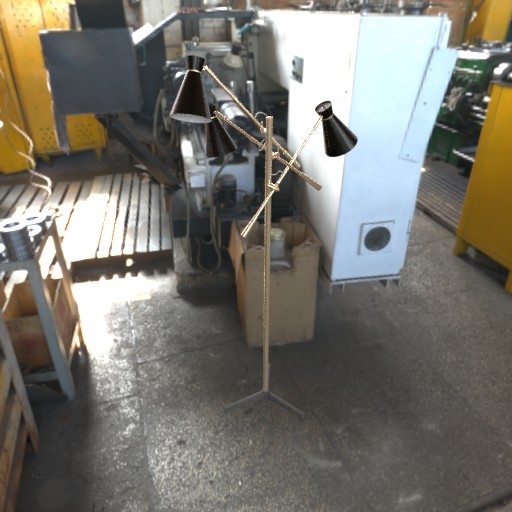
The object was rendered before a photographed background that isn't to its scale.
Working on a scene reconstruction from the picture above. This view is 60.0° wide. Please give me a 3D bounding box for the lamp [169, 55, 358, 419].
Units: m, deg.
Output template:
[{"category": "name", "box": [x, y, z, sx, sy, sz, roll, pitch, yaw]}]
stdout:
[{"category": "lamp", "box": [0.000, 0.000, 2.146, 0.653, 1.804, 0.750, 19, 35, 30]}]
